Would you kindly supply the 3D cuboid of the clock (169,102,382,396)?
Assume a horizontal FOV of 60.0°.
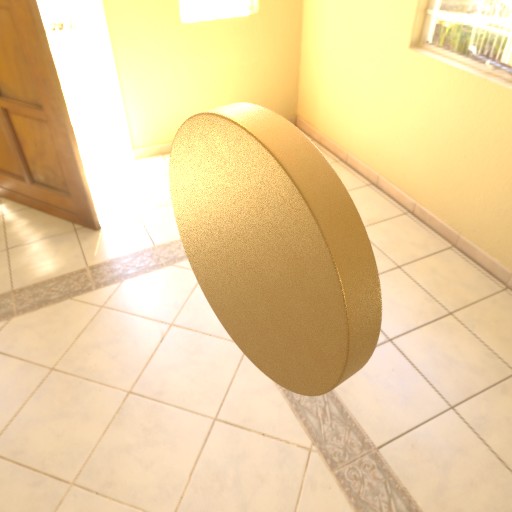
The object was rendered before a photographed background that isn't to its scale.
[{"bbox_3d":[0.000,0.000,0.479,0.040,0.314,0.314,-26,47,-27],"label":"clock"}]
